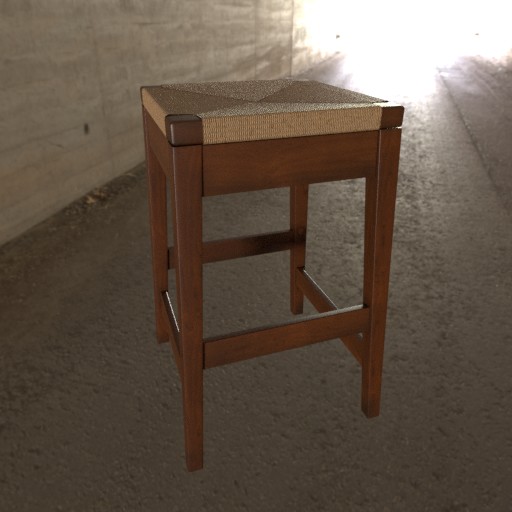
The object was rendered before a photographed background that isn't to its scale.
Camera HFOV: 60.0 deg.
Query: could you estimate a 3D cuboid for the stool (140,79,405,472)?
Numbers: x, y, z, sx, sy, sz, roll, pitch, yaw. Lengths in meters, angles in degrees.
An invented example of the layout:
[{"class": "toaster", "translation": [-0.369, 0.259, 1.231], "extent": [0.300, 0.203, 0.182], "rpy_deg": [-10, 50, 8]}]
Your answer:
[{"class": "stool", "translation": [0.000, 0.000, 1.098], "extent": [0.497, 0.762, 0.507], "rpy_deg": [-9, 30, -17]}]
